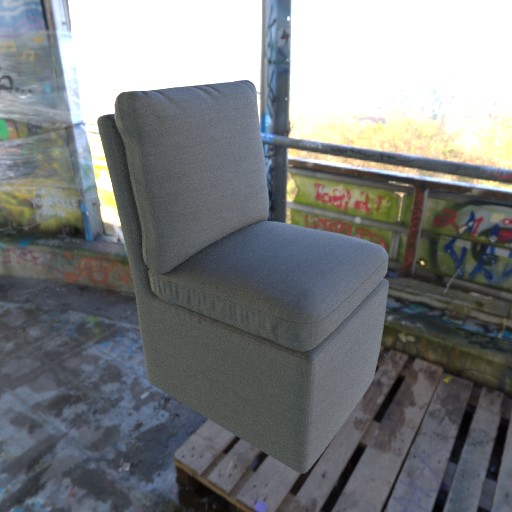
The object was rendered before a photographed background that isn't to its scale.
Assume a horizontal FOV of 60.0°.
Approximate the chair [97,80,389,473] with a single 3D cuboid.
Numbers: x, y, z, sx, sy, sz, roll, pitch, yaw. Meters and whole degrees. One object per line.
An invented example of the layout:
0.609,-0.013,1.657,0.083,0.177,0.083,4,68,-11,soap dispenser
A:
0.000,0.000,1.306,0.698,0.927,0.503,18,31,32,chair
